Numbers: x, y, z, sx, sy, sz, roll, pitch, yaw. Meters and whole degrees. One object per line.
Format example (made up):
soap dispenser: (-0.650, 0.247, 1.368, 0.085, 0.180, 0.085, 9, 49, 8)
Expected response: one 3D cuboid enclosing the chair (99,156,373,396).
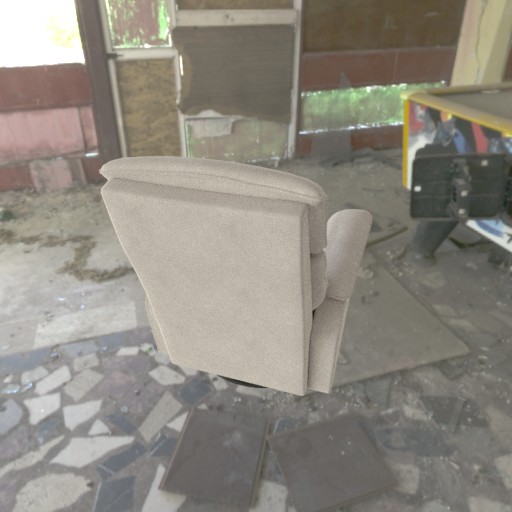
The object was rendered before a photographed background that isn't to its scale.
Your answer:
chair: (0.000, 0.000, 1.748, 0.820, 1.039, 1.001, 10, 32, 15)
